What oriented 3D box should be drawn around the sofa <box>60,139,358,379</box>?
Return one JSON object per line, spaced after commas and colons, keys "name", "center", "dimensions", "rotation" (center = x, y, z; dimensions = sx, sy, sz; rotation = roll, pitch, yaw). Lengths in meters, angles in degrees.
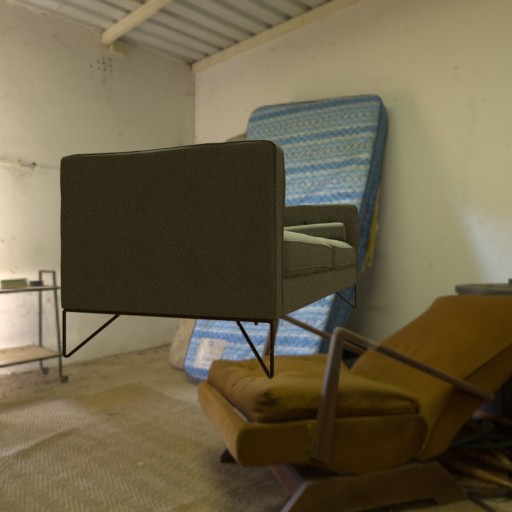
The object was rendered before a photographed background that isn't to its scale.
{"name": "sofa", "center": [0.000, 0.000, 2.548], "dimensions": [0.912, 0.798, 2.079], "rotation": [0, 0, 20]}
